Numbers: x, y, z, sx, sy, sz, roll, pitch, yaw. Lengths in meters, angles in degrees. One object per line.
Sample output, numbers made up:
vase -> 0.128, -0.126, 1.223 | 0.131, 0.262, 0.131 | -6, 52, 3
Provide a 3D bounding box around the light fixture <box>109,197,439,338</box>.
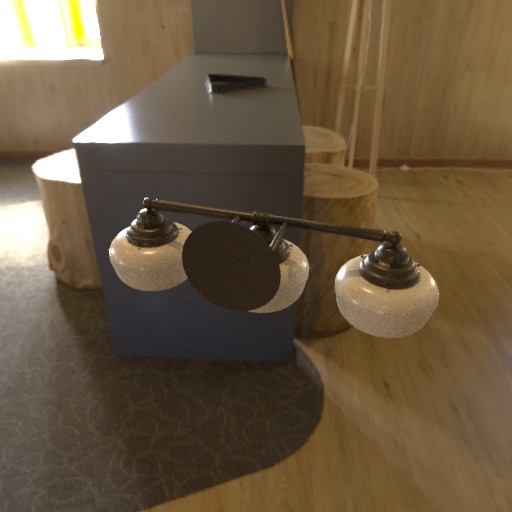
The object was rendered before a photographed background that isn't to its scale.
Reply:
light fixture -> 0.000, 0.000, 0.728 | 0.587, 0.242, 0.239 | 9, 33, 15
